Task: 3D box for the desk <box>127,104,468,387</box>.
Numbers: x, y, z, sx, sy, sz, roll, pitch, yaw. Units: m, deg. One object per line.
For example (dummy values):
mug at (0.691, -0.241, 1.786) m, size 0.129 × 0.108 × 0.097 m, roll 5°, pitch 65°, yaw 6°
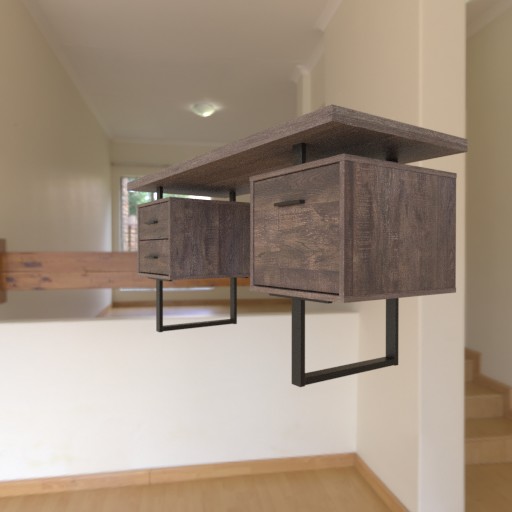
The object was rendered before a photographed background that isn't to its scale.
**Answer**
desk at (0.000, 0.000, 1.884) m, size 0.600 × 0.760 × 1.524 m, roll 0°, pitch 1°, yaw -35°
